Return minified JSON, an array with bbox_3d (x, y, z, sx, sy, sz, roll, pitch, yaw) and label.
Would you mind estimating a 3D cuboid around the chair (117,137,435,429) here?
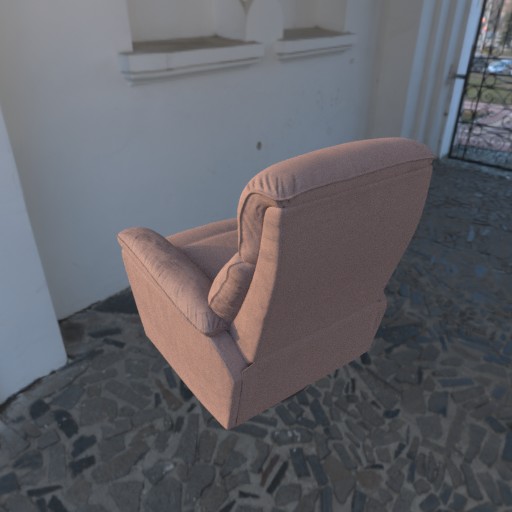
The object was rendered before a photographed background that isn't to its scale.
[{"bbox_3d":[0.000,0.000,1.705,0.820,1.037,1.004,-19,35,-30],"label":"chair"}]
